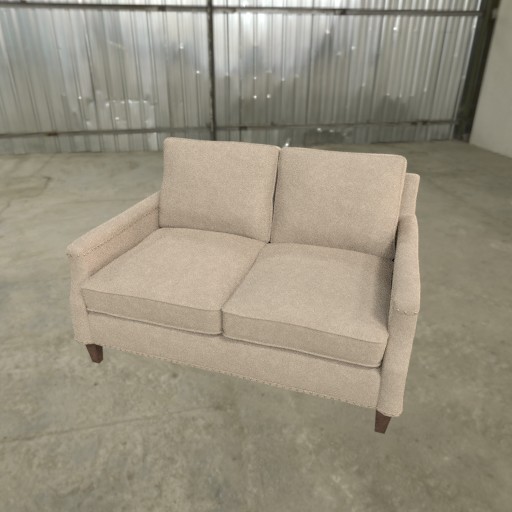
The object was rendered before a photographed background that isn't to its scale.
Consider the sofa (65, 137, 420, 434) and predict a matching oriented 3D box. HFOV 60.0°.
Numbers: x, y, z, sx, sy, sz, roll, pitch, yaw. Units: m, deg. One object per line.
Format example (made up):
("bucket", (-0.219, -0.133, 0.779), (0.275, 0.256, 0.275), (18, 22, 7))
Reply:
("sofa", (0.000, 0.000, 2.299), (1.597, 1.002, 1.084), (8, 28, 16))
